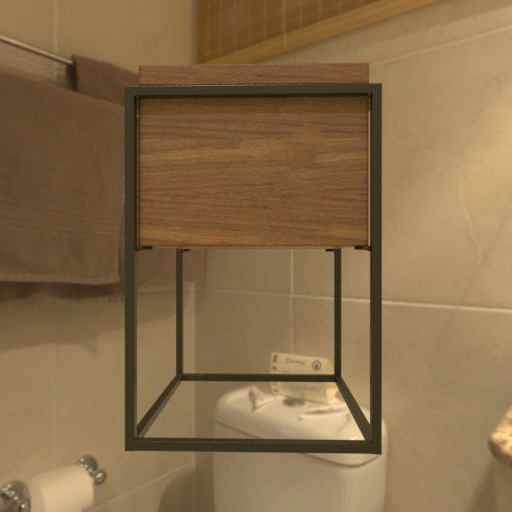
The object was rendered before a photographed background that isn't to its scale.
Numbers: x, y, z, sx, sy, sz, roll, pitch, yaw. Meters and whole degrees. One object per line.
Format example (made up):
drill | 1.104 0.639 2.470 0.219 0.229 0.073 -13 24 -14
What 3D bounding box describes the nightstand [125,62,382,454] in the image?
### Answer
nightstand | 0.000 0.000 0.881 0.397 0.607 0.397 0 0 2
